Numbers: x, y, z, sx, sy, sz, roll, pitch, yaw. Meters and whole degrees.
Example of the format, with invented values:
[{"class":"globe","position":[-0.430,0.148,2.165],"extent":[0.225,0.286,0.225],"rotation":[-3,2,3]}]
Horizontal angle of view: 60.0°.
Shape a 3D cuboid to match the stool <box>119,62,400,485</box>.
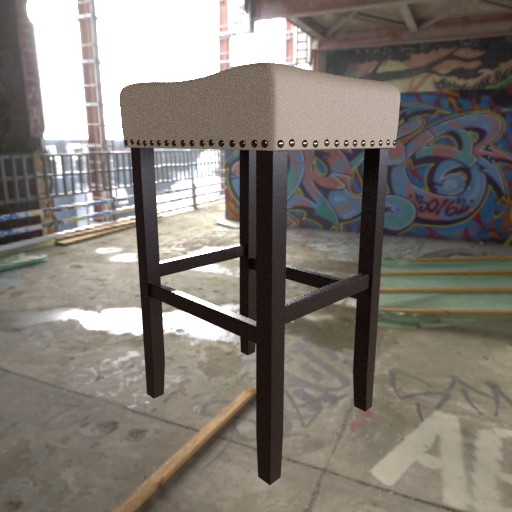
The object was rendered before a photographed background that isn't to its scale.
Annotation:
[{"class":"stool","position":[0.000,0.000,1.038],"extent":[0.401,0.762,0.471],"rotation":[-14,20,-43]}]
